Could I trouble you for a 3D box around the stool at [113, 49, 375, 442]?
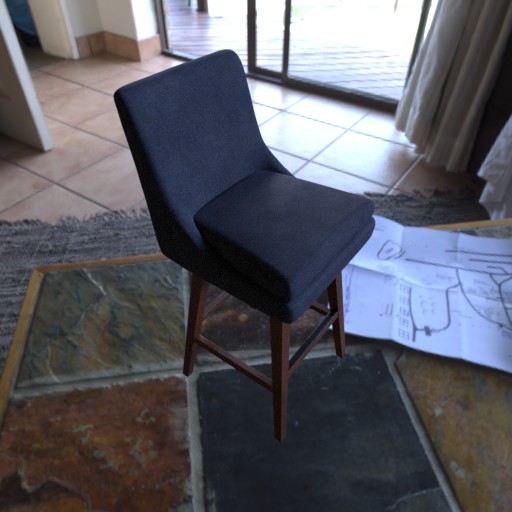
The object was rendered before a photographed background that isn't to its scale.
[{"bbox_3d":[0.000,0.000,1.405,0.572,1.068,0.489,26,47,27],"label":"stool"}]
